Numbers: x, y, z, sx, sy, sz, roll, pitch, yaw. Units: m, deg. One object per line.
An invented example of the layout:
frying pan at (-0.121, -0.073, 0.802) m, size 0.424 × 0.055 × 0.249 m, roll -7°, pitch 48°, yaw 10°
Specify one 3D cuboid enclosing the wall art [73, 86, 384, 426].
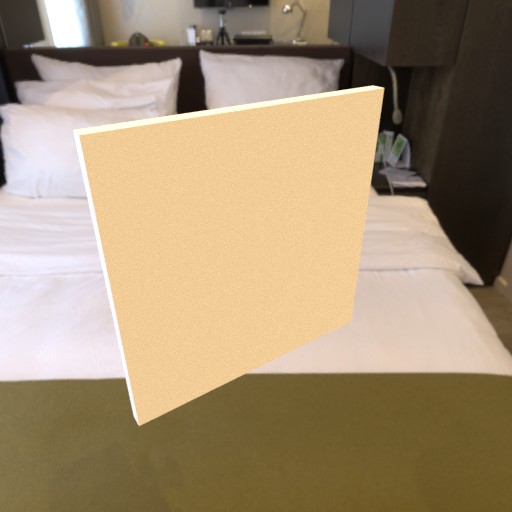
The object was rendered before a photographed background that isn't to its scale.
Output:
wall art at (0.000, 0.000, 0.849) m, size 0.559 × 0.559 × 0.028 m, roll -19°, pitch 36°, yaw -29°
